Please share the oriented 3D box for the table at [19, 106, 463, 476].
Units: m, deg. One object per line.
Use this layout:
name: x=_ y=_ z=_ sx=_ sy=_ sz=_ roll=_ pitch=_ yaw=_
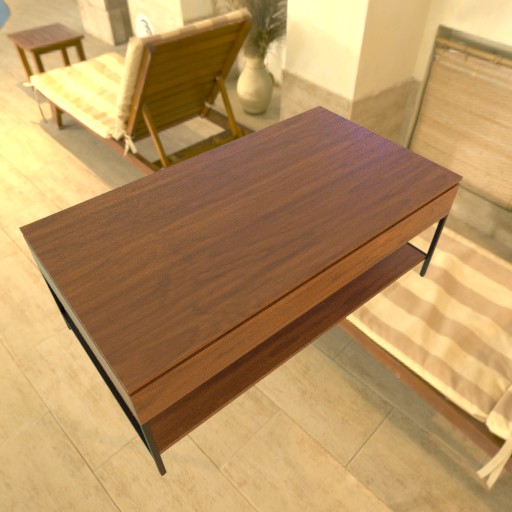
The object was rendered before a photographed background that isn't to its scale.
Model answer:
table: x=0.000 y=0.000 z=1.328 sx=1.057 sy=0.414 sz=0.574 roll=-30 pitch=52 yaw=-27
